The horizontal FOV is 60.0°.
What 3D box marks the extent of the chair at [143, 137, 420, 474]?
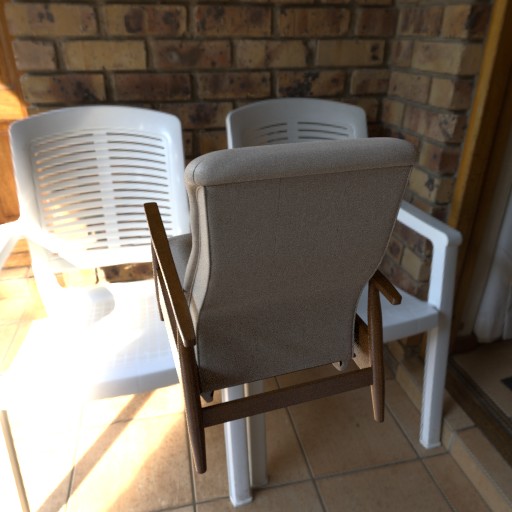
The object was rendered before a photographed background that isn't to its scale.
[{"bbox_3d":[0.000,0.000,1.764,0.762,1.082,1.030,-9,28,-16],"label":"chair"}]
